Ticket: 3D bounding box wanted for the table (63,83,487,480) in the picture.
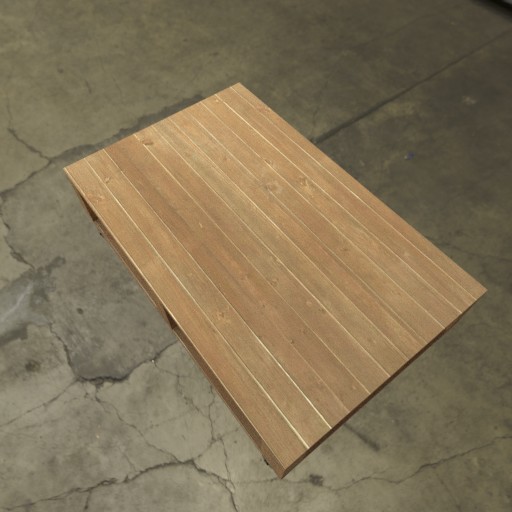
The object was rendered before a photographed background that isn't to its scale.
[{"bbox_3d":[0.000,0.000,1.699,0.827,0.413,1.299,-33,63,-19],"label":"table"}]
